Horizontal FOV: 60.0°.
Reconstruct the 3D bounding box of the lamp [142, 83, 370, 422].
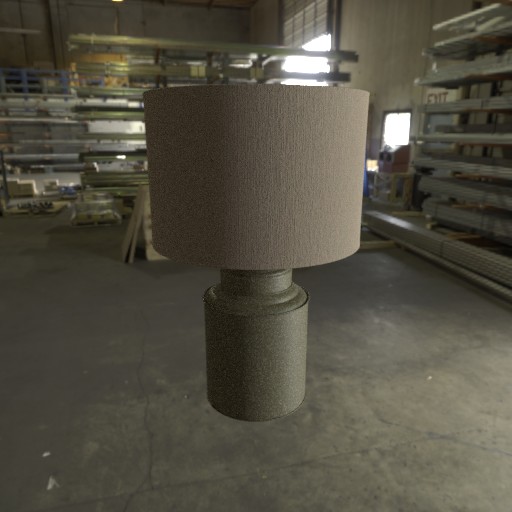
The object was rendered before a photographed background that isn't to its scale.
[{"bbox_3d":[0.000,0.000,0.703,0.318,0.486,0.318,0,16,0],"label":"lamp"}]
